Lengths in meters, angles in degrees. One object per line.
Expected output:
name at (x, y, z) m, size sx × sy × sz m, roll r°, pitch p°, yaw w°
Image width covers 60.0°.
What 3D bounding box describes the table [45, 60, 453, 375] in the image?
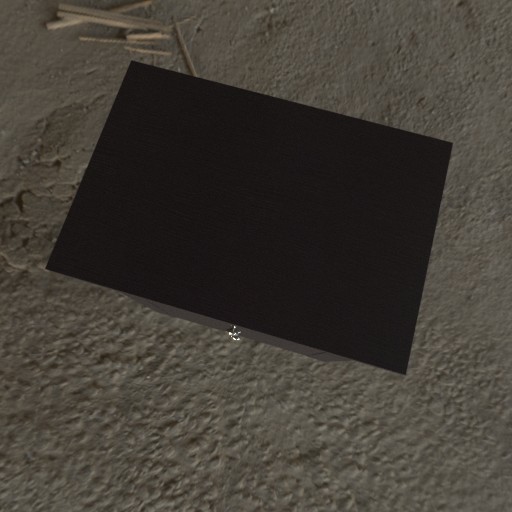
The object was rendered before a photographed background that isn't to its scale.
table at (0.000, 0.000, 1.082) m, size 0.589 × 0.711 × 0.408 m, roll 16°, pitch 77°, yaw 4°
